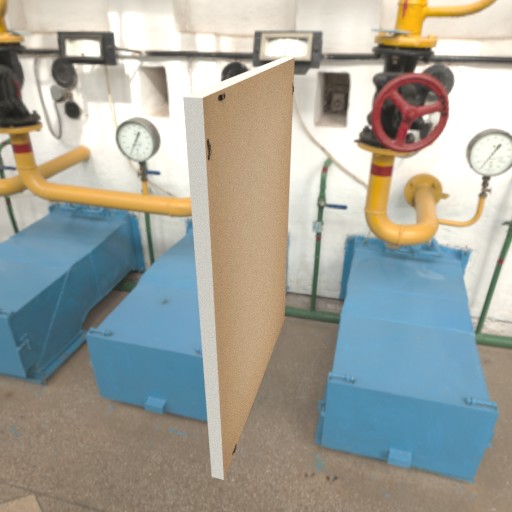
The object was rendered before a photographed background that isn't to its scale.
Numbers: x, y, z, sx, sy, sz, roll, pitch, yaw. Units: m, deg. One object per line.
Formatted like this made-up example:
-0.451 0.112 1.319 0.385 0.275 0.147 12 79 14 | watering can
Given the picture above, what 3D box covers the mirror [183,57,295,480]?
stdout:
0.000 0.000 1.313 0.041 1.016 0.762 8 30 14 | mirror
